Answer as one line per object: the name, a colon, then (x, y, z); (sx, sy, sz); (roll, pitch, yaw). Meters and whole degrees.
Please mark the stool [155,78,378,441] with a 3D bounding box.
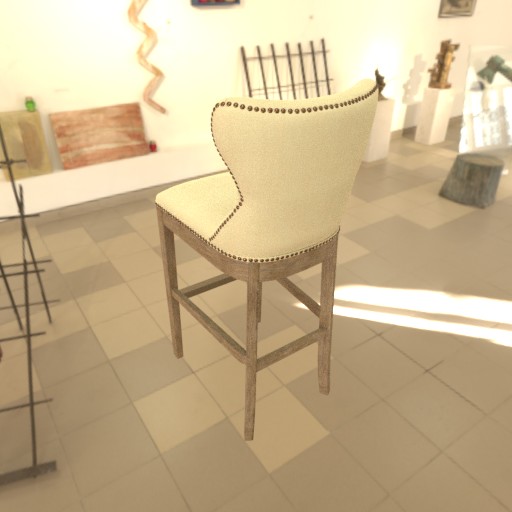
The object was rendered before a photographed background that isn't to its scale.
stool: (0.000, 0.000, 1.467); (0.494, 1.123, 0.606); (-20, 36, -29)
